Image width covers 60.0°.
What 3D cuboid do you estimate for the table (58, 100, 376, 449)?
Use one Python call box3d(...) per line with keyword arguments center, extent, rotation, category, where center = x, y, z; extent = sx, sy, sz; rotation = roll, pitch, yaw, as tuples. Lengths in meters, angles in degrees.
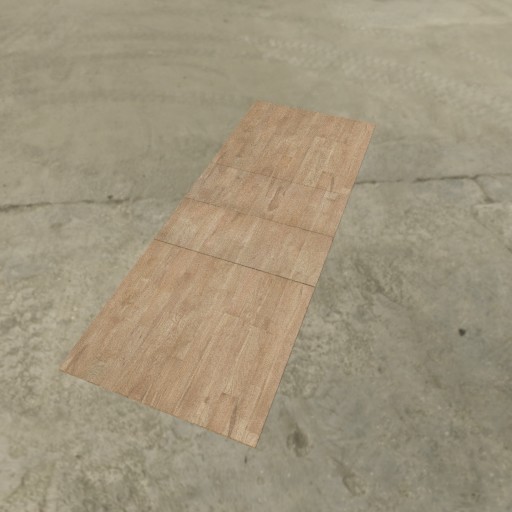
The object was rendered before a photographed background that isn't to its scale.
box3d(center=(0.000, 0.000, 3.056), extent=(1.000, 0.752, 2.603), rotation=(16, 51, 14), category="table")
